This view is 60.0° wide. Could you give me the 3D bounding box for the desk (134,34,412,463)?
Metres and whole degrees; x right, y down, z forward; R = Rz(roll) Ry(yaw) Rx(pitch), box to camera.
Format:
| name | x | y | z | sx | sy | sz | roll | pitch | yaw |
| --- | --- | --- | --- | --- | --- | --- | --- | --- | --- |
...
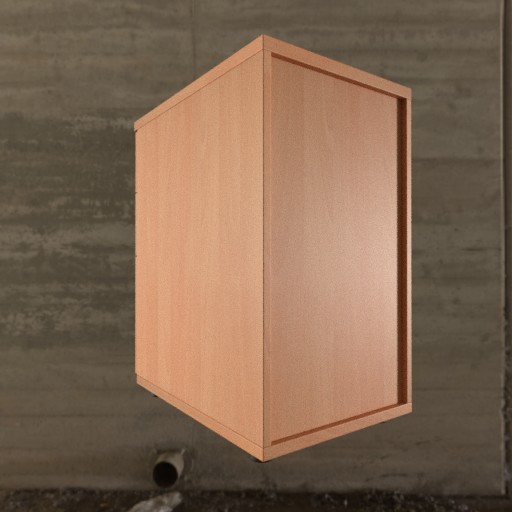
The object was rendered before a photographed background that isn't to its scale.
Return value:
| name | x | y | z | sx | sy | sz | roll | pitch | yaw |
| --- | --- | --- | --- | --- | --- | --- | --- | --- | --- |
| desk | 0.000 | 0.000 | 1.091 | 0.404 | 0.730 | 0.600 | 0 | 0 | -36 |
